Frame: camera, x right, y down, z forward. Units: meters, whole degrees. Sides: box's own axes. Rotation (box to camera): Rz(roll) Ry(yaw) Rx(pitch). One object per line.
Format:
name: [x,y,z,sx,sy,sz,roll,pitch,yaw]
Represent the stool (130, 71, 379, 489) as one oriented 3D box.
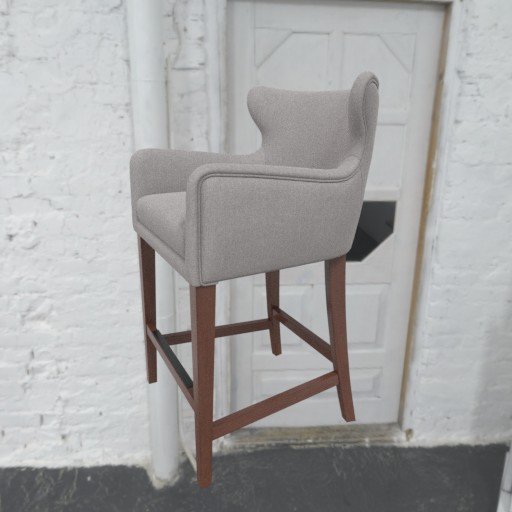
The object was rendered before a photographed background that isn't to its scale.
stool: [0.000,0.000,1.270,0.575,0.951,0.575,-9,19,-26]
